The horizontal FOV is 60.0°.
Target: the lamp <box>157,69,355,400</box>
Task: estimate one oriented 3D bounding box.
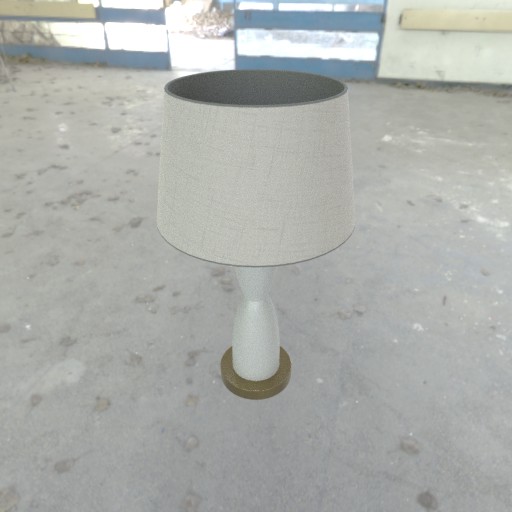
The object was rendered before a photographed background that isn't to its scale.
[{"bbox_3d":[0.000,0.000,0.742,0.309,0.545,0.309,0,32,0],"label":"lamp"}]
